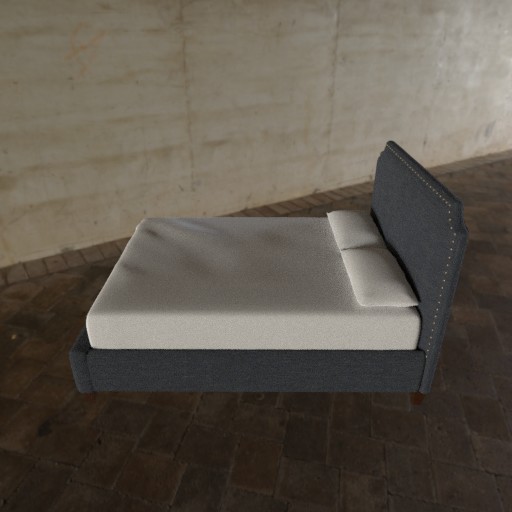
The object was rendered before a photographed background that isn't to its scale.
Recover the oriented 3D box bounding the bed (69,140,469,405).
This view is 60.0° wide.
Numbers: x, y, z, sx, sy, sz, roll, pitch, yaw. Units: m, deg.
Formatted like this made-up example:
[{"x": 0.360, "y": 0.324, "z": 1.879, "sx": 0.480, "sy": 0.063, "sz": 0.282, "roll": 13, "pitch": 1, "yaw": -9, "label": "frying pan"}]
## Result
[{"x": 0.000, "y": 0.000, "z": 3.415, "sx": 2.372, "sy": 1.443, "sz": 1.713, "roll": 0, "pitch": 28, "yaw": 0, "label": "bed"}]
